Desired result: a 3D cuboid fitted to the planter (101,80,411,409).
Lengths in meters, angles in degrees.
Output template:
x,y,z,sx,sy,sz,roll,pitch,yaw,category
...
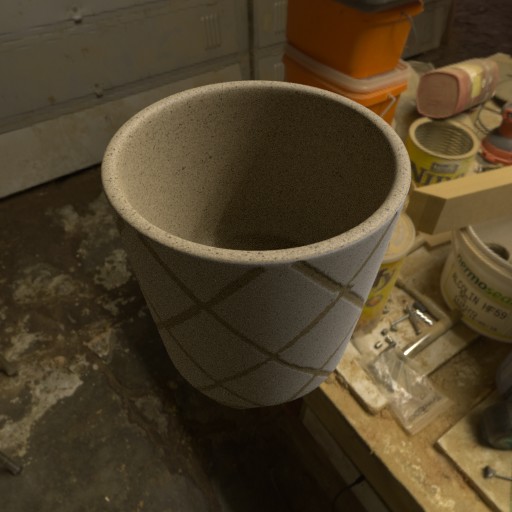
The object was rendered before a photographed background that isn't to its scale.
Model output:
x,y,z,sx,sy,sz,roll,pitch,yaw,category
0.000,0.000,0.418,0.228,0.235,0.228,0,47,0,planter
